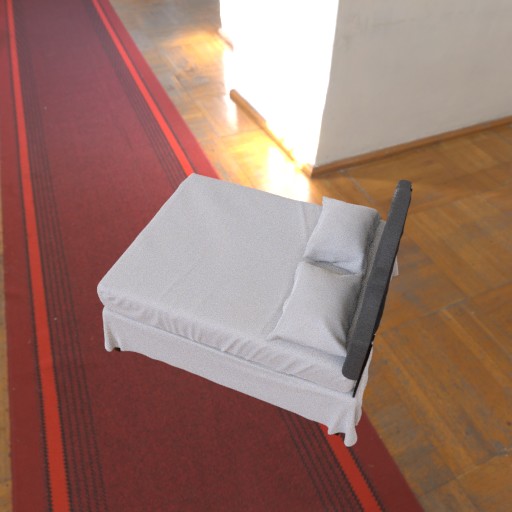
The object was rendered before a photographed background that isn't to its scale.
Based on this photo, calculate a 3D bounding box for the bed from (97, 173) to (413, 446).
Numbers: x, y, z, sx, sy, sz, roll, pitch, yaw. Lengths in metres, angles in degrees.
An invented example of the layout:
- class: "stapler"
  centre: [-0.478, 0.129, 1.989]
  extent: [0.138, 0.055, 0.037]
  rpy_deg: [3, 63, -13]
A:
- class: "bed"
  centre: [0.000, 0.000, 3.472]
  extent: [2.222, 1.634, 1.780]
  rpy_deg: [16, 49, 15]
